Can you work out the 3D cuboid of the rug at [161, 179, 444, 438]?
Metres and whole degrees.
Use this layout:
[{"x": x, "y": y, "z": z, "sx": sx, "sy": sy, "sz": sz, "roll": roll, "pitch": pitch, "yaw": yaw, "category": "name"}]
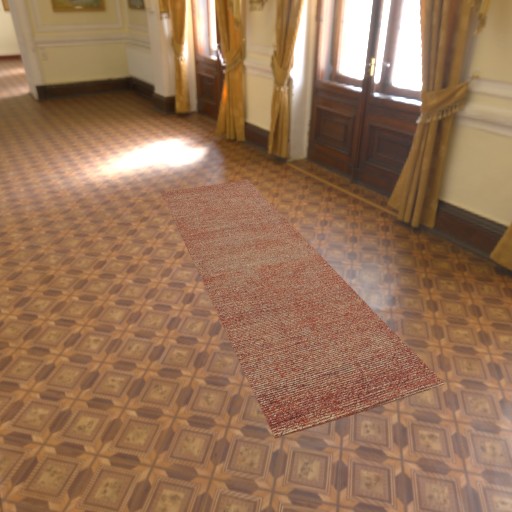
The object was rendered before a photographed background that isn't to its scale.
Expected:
[{"x": 0.000, "y": 0.000, "z": 2.571, "sx": 0.718, "sy": 0.013, "sz": 2.353, "roll": -10, "pitch": 32, "yaw": -17, "category": "rug"}]
